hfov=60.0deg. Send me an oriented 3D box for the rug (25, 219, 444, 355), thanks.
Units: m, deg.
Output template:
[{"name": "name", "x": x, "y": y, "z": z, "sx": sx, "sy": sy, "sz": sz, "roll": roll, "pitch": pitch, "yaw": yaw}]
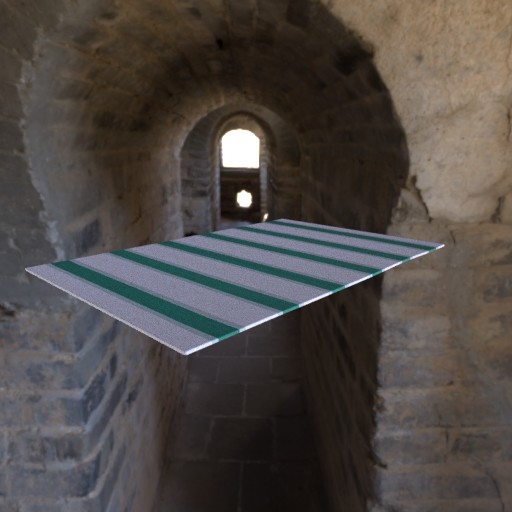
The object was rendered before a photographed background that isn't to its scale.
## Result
[{"name": "rug", "x": 0.000, "y": 0.000, "z": 2.282, "sx": 1.210, "sy": 0.012, "sz": 1.829, "roll": 14, "pitch": 20, "yaw": 42}]
